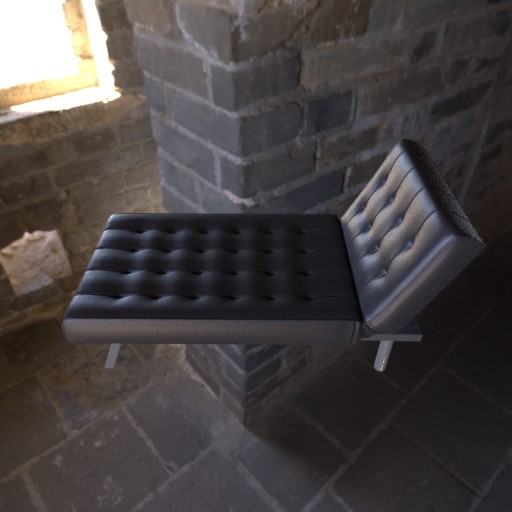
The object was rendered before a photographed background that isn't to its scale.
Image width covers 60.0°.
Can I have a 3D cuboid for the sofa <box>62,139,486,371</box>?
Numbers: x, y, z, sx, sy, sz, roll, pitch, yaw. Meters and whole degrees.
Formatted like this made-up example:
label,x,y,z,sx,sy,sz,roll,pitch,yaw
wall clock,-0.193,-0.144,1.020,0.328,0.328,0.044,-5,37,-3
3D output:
label,x,y,z,sx,sy,sz,roll,pitch,yaw
sofa,0.000,0.000,2.003,1.560,0.820,0.760,0,40,0
